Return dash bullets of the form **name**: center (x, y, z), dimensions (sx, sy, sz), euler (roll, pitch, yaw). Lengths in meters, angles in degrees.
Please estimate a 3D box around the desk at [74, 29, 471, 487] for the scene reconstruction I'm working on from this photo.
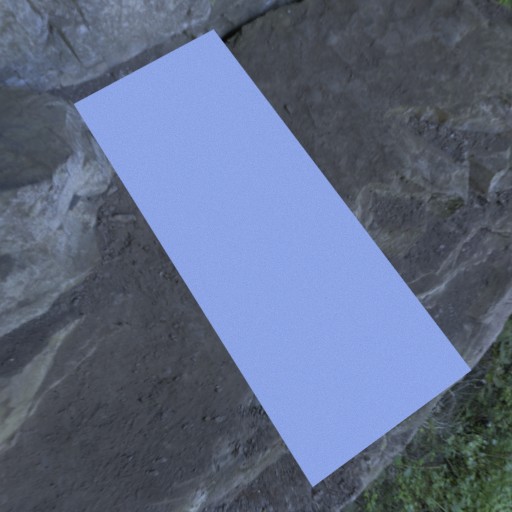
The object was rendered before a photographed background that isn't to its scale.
- **desk**: center (0.000, 0.000, 1.876), dimensions (0.603, 0.773, 1.530), euler (-32, 77, -8)
